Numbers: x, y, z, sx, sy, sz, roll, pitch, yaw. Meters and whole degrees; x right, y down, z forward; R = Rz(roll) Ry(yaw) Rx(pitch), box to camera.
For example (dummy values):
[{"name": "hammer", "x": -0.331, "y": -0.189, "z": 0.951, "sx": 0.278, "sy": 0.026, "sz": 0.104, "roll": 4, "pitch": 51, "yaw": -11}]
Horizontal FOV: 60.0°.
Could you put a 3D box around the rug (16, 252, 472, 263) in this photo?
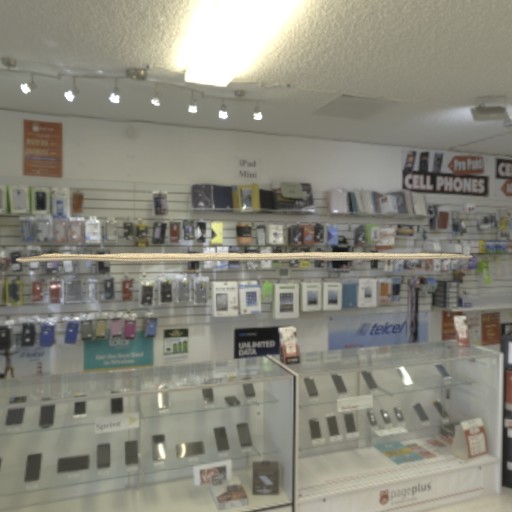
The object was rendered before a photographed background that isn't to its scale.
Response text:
[{"name": "rug", "x": 0.000, "y": 0.000, "z": 2.615, "sx": 2.381, "sy": 0.036, "sz": 0.831, "roll": 0, "pitch": 1, "yaw": -17}]
